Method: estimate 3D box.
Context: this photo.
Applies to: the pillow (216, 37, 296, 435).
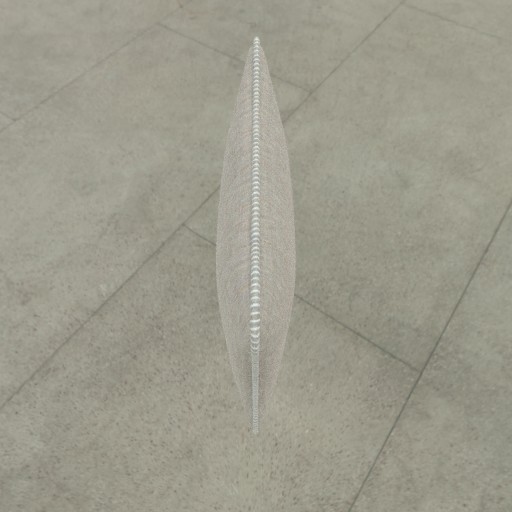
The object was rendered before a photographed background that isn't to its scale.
[{"bbox_3d":[0.000,0.000,0.739,0.124,0.494,0.485,0,58,0],"label":"pillow"}]
